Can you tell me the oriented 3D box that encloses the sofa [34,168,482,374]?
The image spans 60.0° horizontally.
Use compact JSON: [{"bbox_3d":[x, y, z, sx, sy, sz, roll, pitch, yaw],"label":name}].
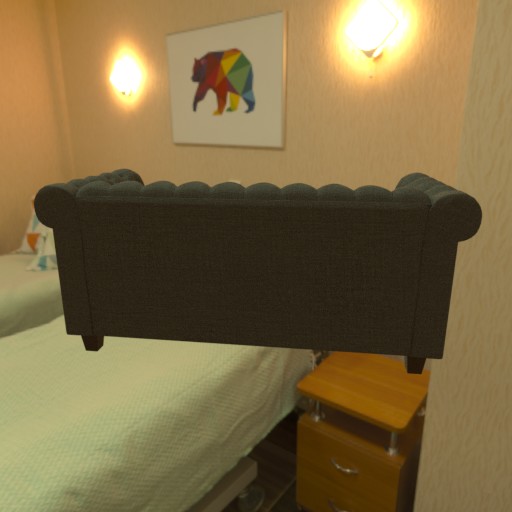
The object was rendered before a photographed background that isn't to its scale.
[{"bbox_3d":[0.000,0.000,2.201,1.798,0.797,0.783,2,17,7],"label":"sofa"}]
